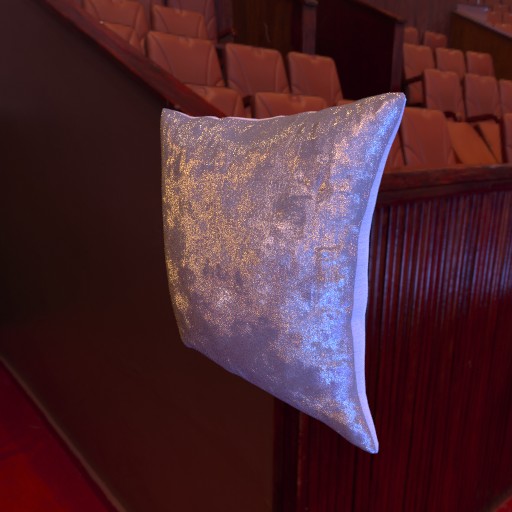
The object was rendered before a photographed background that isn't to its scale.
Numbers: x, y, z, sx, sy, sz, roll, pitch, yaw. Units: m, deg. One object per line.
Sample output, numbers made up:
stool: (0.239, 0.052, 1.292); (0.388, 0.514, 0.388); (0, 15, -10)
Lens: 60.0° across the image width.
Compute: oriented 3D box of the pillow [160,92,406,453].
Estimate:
pillow: (0.000, 0.000, 0.700); (0.175, 0.464, 0.470); (-14, 20, -42)
